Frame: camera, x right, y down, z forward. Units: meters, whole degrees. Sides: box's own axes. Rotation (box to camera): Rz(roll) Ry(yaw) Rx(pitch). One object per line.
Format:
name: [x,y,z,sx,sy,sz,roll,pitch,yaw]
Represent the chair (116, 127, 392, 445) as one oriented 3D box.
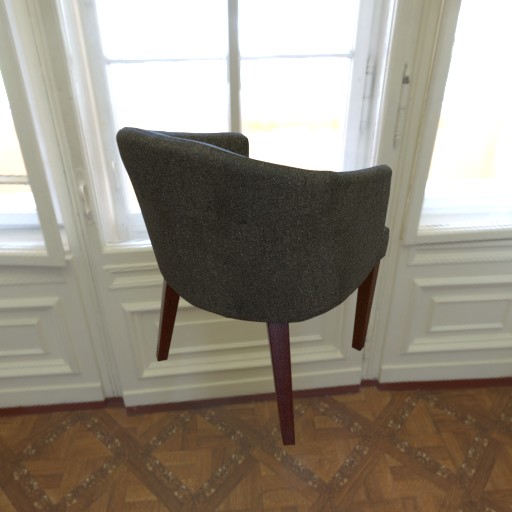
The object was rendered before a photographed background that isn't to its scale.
chair: [0.000,0.000,1.263,0.583,0.811,0.655,22,37,33]
